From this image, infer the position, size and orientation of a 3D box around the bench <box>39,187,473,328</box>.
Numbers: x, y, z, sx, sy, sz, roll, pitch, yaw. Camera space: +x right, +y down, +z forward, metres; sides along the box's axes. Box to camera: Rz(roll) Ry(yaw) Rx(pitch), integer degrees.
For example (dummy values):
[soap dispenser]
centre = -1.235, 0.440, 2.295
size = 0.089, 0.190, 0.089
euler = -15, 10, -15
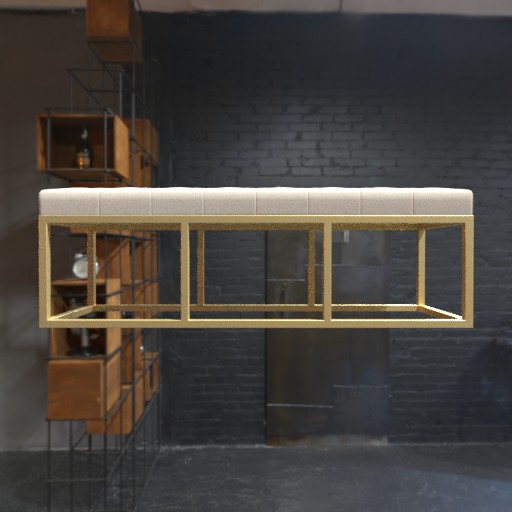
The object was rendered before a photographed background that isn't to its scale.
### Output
[bench]
centre = 0.000, 0.000, 1.724
size = 1.473, 0.484, 0.457
euler = 0, 0, 0
